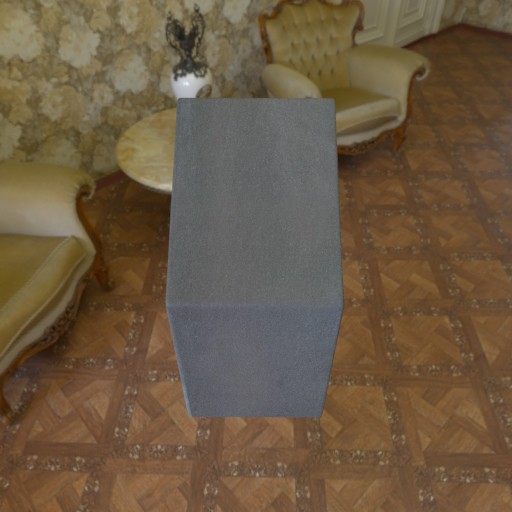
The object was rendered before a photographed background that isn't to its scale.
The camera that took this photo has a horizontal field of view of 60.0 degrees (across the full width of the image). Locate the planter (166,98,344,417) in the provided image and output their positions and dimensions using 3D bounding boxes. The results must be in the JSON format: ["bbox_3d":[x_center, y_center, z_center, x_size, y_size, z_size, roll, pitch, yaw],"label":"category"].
[{"bbox_3d":[0.000,0.000,0.284,0.077,0.206,0.169,0,42,0],"label":"planter"}]
